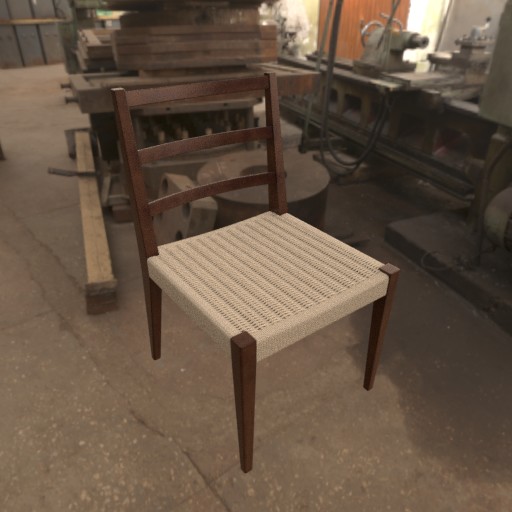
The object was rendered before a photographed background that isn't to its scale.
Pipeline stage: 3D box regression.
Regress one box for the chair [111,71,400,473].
[{"bbox_3d":[0.000,0.000,1.163,0.480,0.813,0.551,-20,36,-31],"label":"chair"}]
